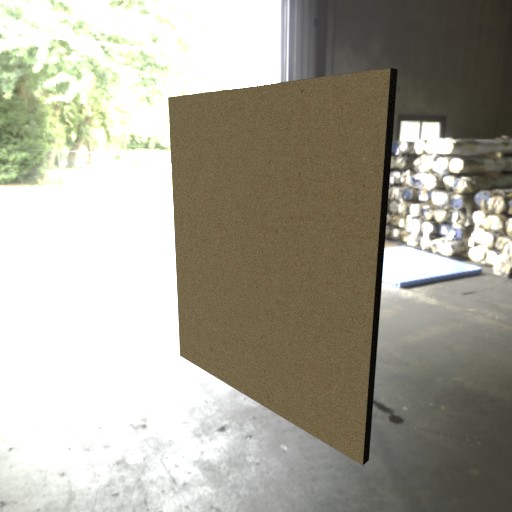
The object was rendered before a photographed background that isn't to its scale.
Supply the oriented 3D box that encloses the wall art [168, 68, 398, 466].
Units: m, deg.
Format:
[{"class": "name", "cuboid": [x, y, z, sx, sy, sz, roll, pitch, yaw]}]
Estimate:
[{"class": "wall art", "cuboid": [0.000, 0.000, 1.201, 0.028, 0.863, 0.755, -13, 19, -42]}]
